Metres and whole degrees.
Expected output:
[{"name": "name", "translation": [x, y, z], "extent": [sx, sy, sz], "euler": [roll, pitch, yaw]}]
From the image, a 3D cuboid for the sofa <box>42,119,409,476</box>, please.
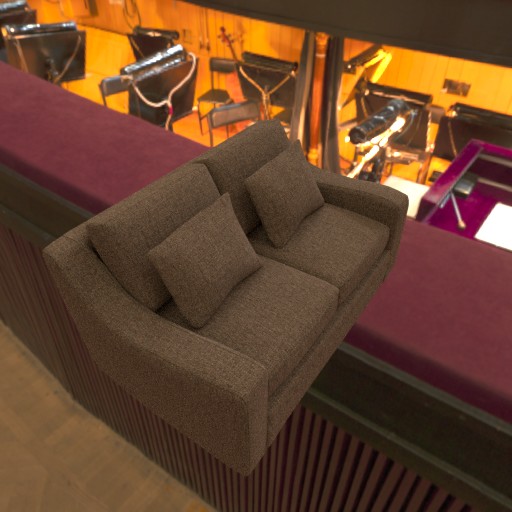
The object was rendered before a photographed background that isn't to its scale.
[{"name": "sofa", "translation": [0.000, 0.000, 2.458], "extent": [1.120, 0.991, 1.778], "euler": [24, 46, 26]}]
